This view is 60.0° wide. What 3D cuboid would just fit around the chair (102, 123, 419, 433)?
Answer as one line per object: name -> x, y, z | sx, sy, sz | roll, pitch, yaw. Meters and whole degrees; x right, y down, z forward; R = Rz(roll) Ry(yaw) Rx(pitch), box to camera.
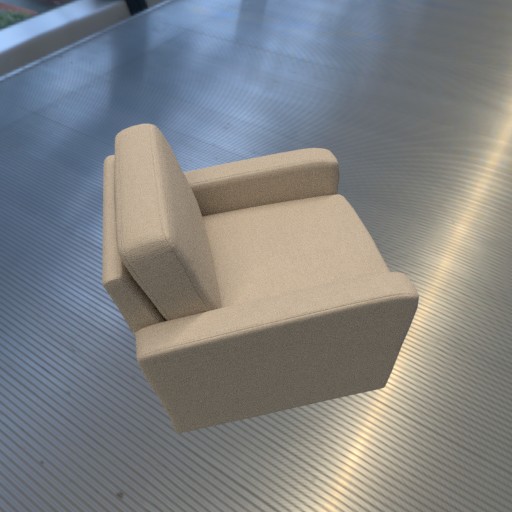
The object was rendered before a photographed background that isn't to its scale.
chair -> 0.000, 0.000, 1.521 | 0.888, 0.827, 0.755 | -9, 47, -9
